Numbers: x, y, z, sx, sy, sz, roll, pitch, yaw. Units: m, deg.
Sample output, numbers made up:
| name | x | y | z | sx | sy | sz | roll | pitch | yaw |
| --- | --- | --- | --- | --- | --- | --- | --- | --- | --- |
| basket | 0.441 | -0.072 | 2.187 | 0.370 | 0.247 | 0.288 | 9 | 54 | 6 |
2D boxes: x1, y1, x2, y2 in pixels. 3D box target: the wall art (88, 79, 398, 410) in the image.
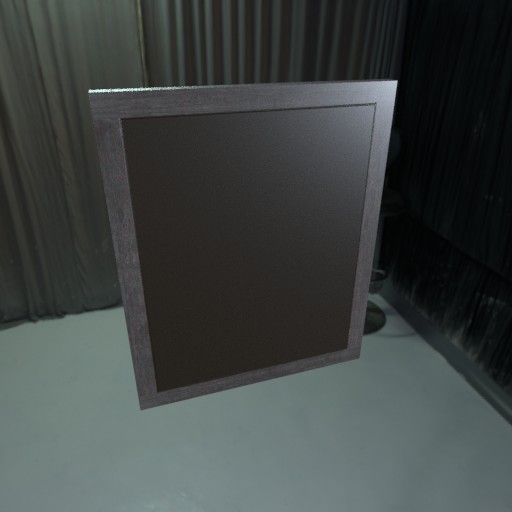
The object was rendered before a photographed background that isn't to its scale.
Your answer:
| name | x | y | z | sx | sy | sz | roll | pitch | yaw |
| --- | --- | --- | --- | --- | --- | --- | --- | --- | --- |
| wall art | 0.000 | 0.000 | 0.801 | 0.479 | 0.580 | 0.027 | -9 | 28 | -16 |
